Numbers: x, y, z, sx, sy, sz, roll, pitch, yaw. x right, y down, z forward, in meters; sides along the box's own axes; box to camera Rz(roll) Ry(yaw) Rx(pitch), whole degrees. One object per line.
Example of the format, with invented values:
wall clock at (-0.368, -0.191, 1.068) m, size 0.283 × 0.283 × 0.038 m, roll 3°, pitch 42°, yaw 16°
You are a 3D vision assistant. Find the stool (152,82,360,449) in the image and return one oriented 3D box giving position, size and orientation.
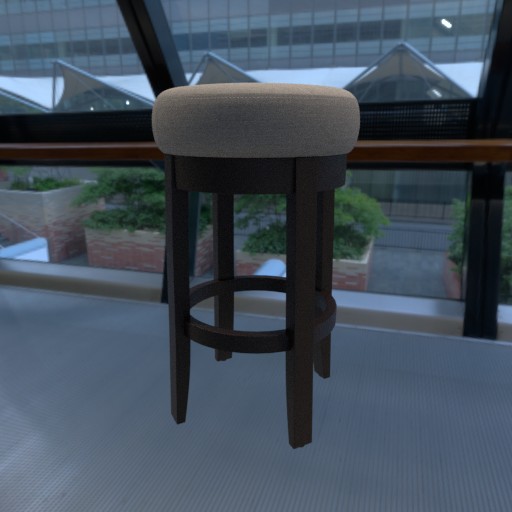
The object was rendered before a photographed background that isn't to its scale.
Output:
stool at (0.000, 0.000, 1.050) m, size 0.443 × 0.757 × 0.443 m, roll 0°, pitch 16°, yaw 0°
